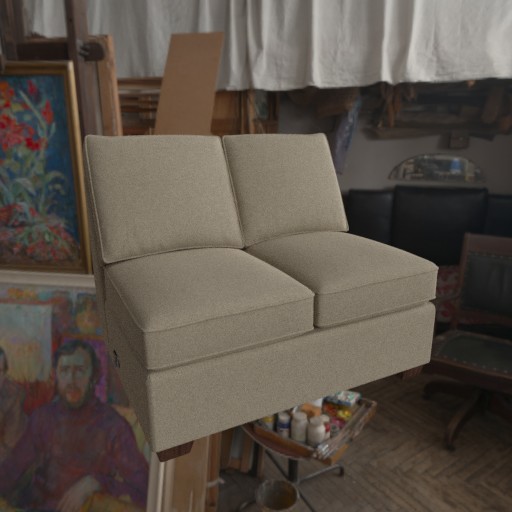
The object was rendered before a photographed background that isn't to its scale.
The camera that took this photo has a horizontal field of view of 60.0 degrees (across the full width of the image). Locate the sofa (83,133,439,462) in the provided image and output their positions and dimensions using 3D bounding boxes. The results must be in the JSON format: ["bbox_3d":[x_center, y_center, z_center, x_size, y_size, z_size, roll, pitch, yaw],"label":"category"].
[{"bbox_3d":[0.000,0.000,1.907,1.237,1.008,0.951,-8,18,-26],"label":"sofa"}]
